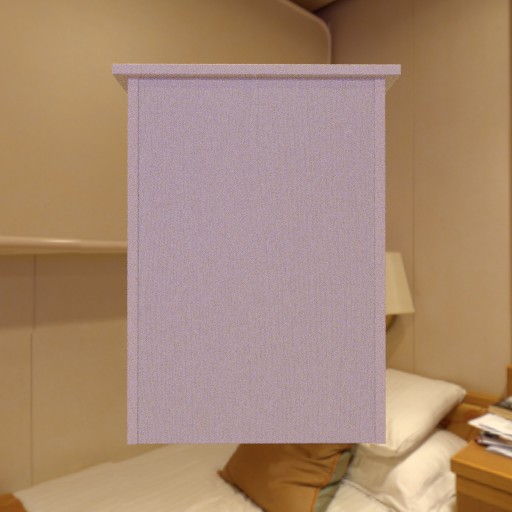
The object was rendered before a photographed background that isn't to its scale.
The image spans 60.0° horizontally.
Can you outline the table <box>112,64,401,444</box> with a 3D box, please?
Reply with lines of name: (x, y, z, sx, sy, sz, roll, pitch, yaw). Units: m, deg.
table: (0.000, 0.000, 0.925, 0.480, 0.635, 0.381, 0, 0, 0)
